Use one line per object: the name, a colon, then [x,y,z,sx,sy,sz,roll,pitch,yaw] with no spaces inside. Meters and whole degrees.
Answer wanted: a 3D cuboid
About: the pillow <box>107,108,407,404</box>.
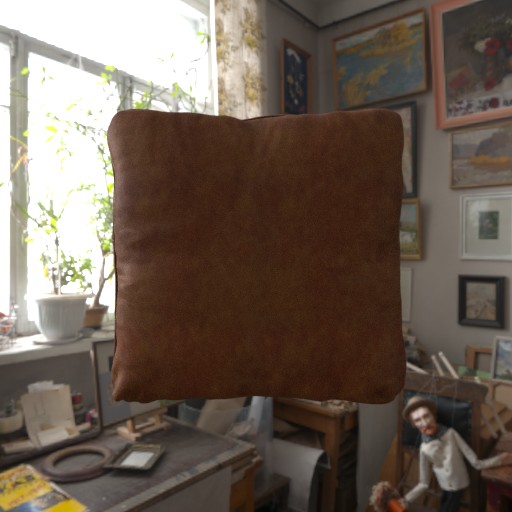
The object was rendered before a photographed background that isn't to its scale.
pillow: [0.000,0.000,0.742,0.489,0.490,0.130,0,0,1]
